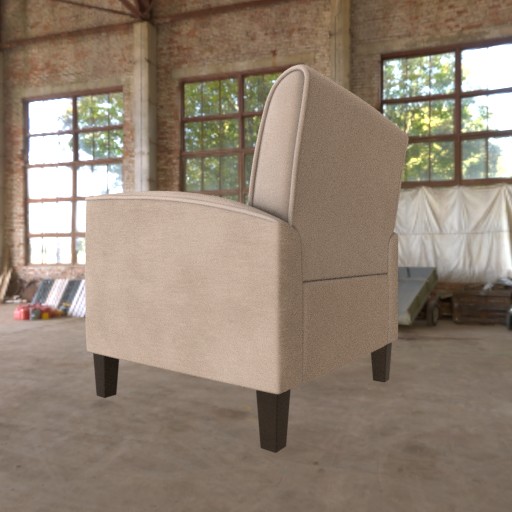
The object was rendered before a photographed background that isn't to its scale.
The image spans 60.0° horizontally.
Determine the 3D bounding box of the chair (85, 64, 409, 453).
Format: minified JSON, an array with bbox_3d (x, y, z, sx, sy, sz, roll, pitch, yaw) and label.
[{"bbox_3d":[0.000,0.000,1.529,0.821,0.915,0.820,0,0,36],"label":"chair"}]
